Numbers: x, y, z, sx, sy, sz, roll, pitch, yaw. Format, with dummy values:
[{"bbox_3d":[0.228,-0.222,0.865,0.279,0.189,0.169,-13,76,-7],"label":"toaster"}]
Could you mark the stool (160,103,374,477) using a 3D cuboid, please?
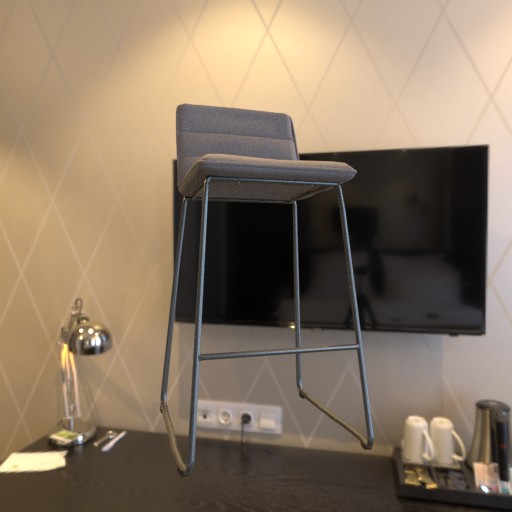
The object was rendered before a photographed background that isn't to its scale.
[{"bbox_3d":[0.000,0.000,1.236,0.490,0.960,0.490,0,0,-17],"label":"stool"}]
